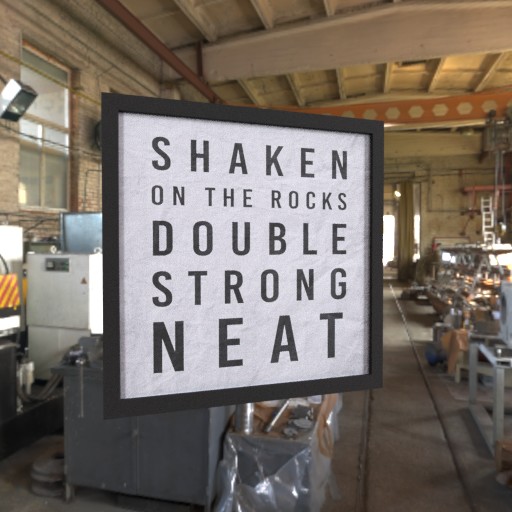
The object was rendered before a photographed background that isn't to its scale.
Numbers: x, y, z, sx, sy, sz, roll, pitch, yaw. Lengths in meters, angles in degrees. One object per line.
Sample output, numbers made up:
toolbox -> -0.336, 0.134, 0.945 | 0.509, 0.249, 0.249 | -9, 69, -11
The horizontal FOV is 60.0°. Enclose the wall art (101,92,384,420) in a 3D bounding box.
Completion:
wall art -> 0.000, 0.000, 0.696 | 0.456, 0.458, 0.013 | 0, 1, -18
